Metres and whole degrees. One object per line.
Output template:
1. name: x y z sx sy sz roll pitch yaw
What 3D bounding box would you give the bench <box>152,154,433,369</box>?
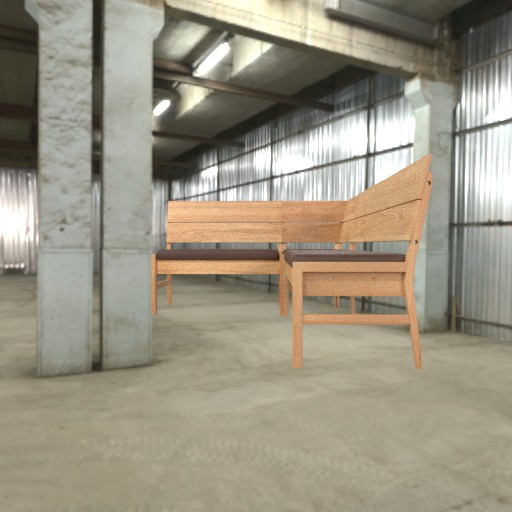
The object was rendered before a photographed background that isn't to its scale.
1. bench: 0.000 0.000 2.828 1.549 0.890 1.975 0 1 1
